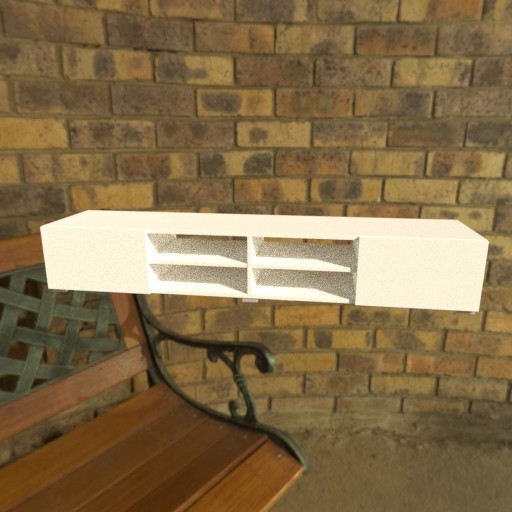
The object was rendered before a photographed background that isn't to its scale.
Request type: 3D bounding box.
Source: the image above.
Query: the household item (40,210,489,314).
[{"bbox_3d":[0.000,0.000,2.052,1.850,0.310,0.420,2,16,8],"label":"household item"}]
